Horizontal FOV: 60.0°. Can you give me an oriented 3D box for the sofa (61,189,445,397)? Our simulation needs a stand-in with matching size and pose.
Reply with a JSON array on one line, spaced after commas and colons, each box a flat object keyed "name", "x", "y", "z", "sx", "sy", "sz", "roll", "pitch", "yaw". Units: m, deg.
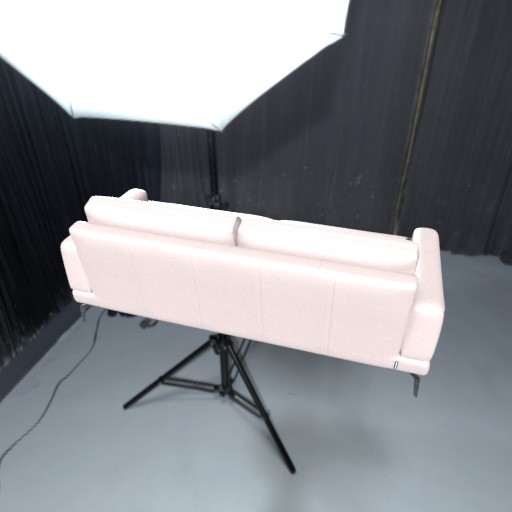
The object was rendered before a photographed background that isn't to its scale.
[{"name": "sofa", "x": 0.000, "y": 0.000, "z": 2.502, "sx": 1.940, "sy": 0.765, "sz": 0.974, "roll": 9, "pitch": 34, "yaw": 14}]
